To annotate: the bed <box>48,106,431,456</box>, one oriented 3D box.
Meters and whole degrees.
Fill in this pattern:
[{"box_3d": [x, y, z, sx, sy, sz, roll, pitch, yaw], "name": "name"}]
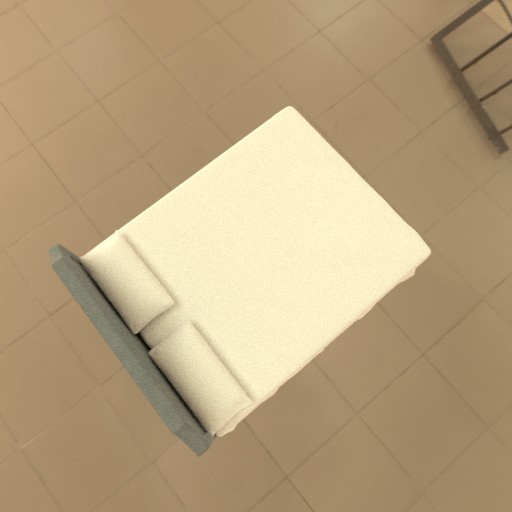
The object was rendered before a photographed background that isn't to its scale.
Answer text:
[{"box_3d": [0.000, 0.000, 3.692, 2.464, 1.306, 1.977, -39, 78, -10], "name": "bed"}]
